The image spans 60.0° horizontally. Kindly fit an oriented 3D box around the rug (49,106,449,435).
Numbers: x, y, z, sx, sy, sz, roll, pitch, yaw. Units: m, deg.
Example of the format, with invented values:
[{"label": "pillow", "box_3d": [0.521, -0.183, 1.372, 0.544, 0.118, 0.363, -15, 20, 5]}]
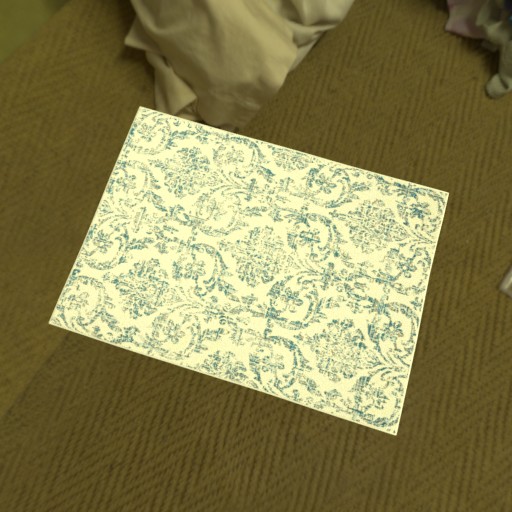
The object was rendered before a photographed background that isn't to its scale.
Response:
[{"label": "rug", "box_3d": [0.000, 0.000, 2.843, 2.197, 0.014, 1.586, 17, 76, 4]}]
